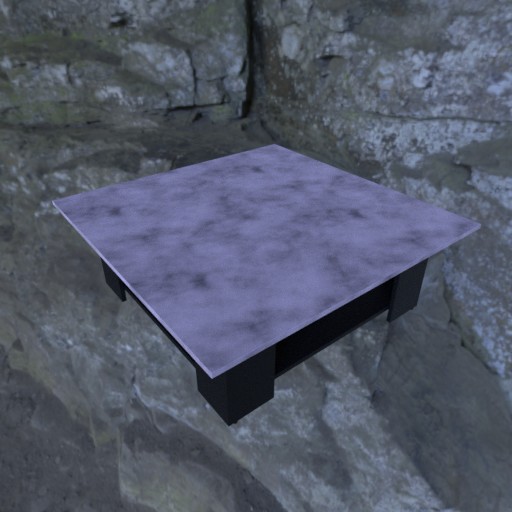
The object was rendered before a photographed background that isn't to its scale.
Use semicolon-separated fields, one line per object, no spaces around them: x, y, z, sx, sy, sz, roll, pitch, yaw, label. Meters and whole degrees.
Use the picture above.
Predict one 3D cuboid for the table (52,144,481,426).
0.000;0.000;1.373;0.890;0.305;0.890;-23;38;-31;table
